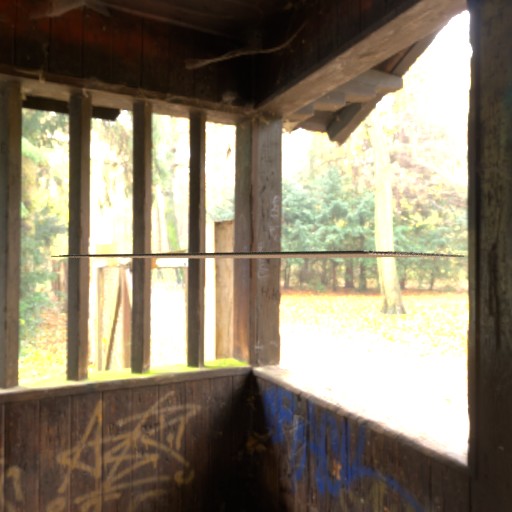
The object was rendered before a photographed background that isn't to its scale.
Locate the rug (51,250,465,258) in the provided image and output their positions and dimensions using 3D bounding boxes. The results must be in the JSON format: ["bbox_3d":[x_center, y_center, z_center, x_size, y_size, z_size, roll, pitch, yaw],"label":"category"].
[{"bbox_3d":[0.000,0.000,2.378,1.872,0.013,1.243,0,-1,34],"label":"rug"}]
